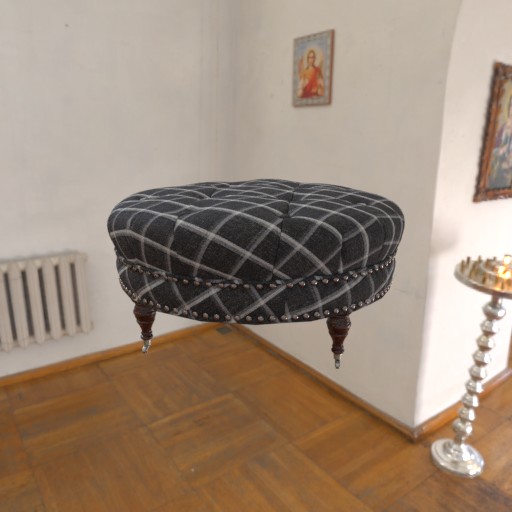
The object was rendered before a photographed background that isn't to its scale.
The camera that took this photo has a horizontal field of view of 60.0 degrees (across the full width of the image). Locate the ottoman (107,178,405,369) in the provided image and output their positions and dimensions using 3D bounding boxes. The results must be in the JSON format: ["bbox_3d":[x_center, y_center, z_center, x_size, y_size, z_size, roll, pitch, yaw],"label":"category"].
[{"bbox_3d":[0.000,0.000,1.423,0.901,0.439,0.901,0,16,0],"label":"ottoman"}]
